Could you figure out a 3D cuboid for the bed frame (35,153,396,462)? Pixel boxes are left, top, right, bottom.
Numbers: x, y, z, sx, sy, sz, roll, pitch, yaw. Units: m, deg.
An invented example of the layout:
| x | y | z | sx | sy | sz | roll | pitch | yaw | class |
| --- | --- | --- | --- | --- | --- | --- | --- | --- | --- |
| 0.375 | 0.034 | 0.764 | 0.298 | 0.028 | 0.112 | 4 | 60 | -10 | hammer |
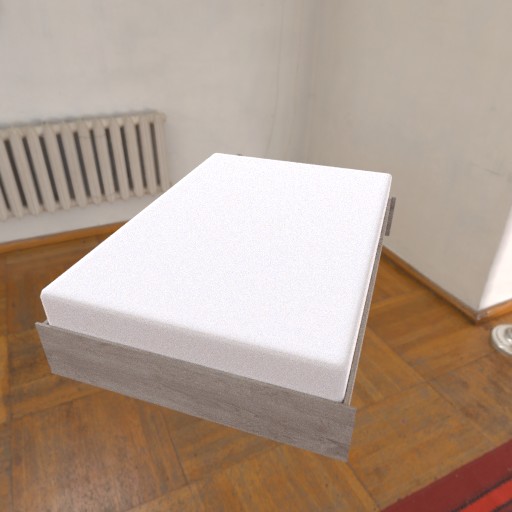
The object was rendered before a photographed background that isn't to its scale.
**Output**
| x | y | z | sx | sy | sz | roll | pitch | yaw | class |
| --- | --- | --- | --- | --- | --- | --- | --- | --- | --- |
| 0.000 | 0.000 | 2.620 | 1.445 | 0.497 | 1.945 | 10 | 34 | 16 | bed frame |
